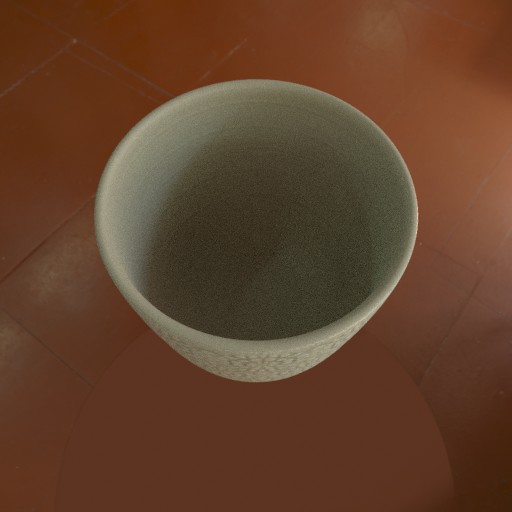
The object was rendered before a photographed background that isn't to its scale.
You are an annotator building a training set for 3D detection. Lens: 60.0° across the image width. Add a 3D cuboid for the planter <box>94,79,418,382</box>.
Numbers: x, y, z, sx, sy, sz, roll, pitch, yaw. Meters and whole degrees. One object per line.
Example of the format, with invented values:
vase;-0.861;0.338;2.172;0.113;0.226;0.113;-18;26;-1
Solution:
planter;0.000;0.000;0.219;0.124;0.109;0.124;0;64;0
